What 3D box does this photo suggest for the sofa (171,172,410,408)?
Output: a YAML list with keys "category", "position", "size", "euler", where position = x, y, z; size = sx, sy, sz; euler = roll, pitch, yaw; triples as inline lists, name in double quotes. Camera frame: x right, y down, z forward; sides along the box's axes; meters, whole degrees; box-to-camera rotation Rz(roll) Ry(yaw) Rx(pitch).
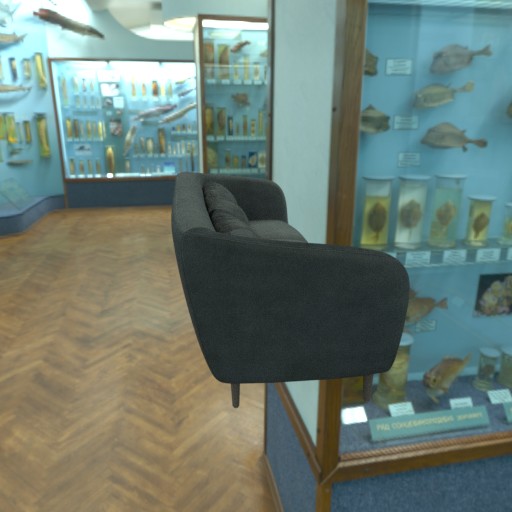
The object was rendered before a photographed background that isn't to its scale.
- category: "sofa"
  position: [0.000, 0.000, 2.708]
  size: [0.956, 0.875, 2.296]
  euler: [-3, 17, -9]
